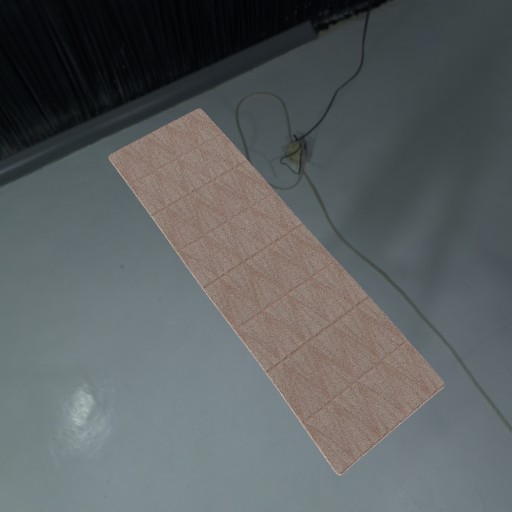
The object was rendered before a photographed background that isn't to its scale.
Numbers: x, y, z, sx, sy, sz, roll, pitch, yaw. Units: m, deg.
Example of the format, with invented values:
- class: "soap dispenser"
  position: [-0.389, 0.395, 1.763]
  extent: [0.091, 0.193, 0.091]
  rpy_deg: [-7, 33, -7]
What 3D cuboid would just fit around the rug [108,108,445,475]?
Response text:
- class: "rug"
  position: [0.000, 0.000, 2.704]
  extent: [0.760, 0.015, 2.435]
  rpy_deg: [-33, 68, -15]
